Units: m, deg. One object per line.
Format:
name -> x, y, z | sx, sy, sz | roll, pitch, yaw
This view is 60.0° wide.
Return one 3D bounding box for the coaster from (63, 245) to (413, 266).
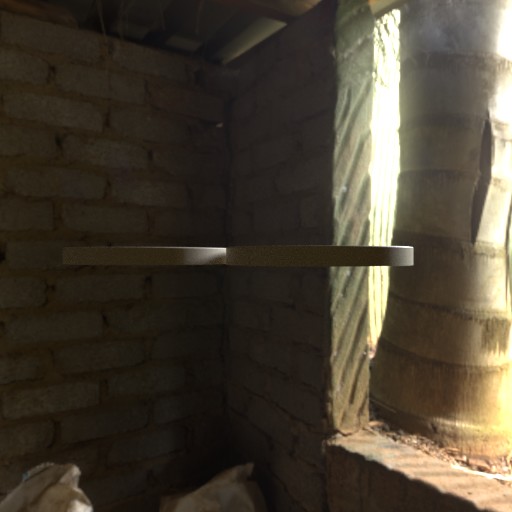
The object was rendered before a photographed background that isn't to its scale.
coaster -> 0.000, 0.000, 0.335 | 0.220, 0.010, 0.224 | 0, 0, 17
